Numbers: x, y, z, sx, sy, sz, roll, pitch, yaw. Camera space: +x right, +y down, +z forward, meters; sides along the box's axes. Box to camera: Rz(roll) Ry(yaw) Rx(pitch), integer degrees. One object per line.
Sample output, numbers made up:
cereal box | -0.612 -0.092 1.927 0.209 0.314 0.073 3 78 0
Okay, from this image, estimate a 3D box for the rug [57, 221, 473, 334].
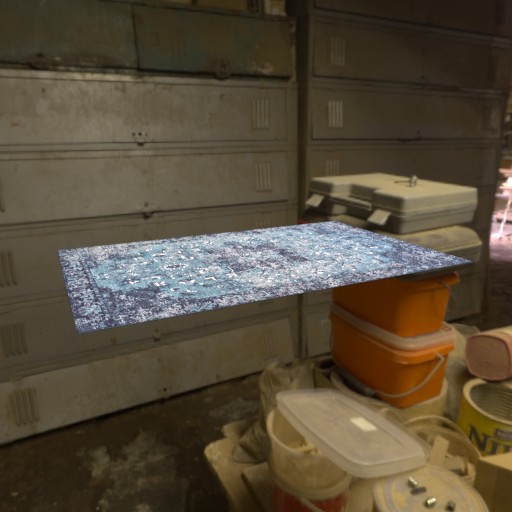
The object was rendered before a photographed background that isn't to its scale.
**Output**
rug | 0.000 0.000 3.052 2.440 0.007 1.525 -8 17 -25
